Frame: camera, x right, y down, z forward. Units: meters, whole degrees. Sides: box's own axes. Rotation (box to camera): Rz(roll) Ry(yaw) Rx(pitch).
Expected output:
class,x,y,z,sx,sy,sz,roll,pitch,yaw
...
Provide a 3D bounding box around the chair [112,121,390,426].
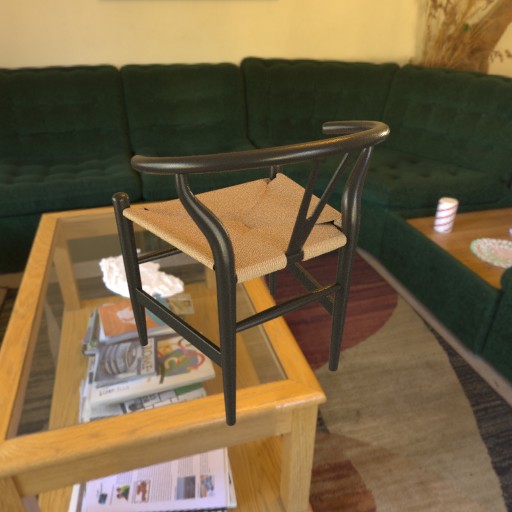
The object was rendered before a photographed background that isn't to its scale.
class,x,y,z,sx,sy,sz,roll,pitch,yaw
chair,0.000,0.000,1.156,0.570,0.739,0.570,-18,35,-29
